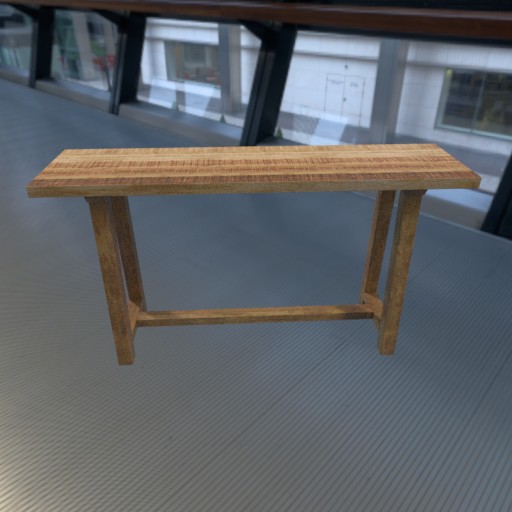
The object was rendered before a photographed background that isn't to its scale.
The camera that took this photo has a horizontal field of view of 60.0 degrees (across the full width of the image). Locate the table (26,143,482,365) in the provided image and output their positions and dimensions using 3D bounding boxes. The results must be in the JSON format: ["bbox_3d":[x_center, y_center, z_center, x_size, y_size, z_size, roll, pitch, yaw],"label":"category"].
[{"bbox_3d":[0.000,0.000,1.858,1.524,0.810,0.405,-2,30,-3],"label":"table"}]
